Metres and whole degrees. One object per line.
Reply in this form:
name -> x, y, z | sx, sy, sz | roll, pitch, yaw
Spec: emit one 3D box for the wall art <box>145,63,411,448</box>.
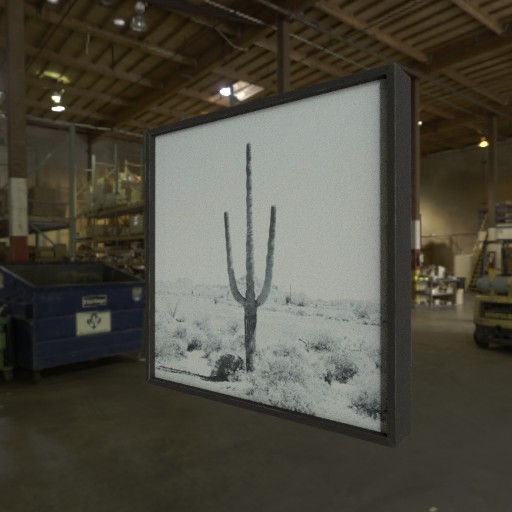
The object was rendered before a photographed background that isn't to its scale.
wall art -> 0.000, 0.000, 0.457 | 0.305, 0.305, 0.038 | 0, 0, 37
